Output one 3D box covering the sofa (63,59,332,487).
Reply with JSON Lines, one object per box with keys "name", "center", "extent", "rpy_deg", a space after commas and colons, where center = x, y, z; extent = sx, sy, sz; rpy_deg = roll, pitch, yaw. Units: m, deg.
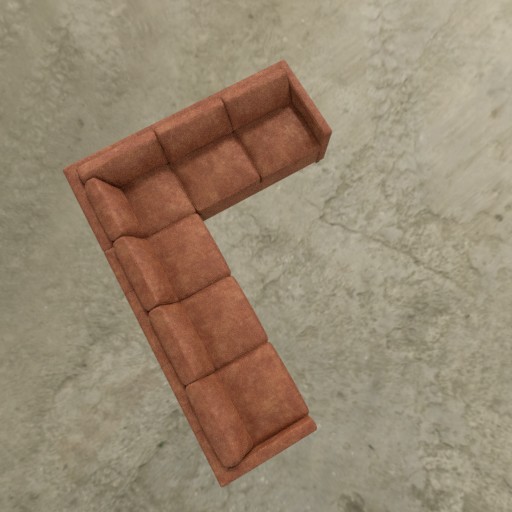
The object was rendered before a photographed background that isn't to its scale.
{"name": "sofa", "center": [0.000, 0.000, 4.237], "extent": [2.438, 0.838, 3.167], "rpy_deg": [-29, 78, -7]}
